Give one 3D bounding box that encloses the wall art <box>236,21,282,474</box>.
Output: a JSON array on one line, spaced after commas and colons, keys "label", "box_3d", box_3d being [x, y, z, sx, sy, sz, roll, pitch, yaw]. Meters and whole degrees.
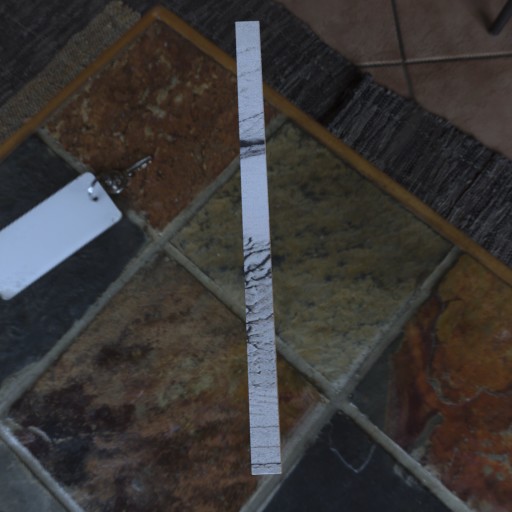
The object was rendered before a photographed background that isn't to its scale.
[{"label": "wall art", "box_3d": [0.000, 0.000, 0.778, 0.035, 0.407, 0.613, -2, 77, -1]}]
